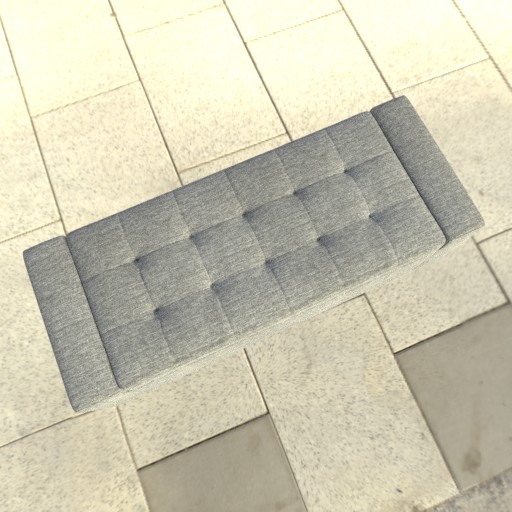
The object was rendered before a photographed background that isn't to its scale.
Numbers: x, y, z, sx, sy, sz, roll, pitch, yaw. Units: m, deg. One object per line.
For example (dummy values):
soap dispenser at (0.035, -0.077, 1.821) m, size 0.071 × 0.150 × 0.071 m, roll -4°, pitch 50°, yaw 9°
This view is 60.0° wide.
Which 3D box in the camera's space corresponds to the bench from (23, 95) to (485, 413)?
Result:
bench at (0.000, 0.000, 1.506) m, size 1.296 × 0.445 × 0.508 m, roll -24°, pitch 76°, yaw -6°
